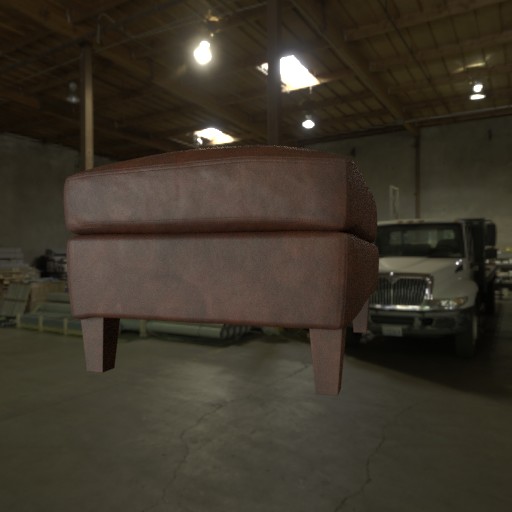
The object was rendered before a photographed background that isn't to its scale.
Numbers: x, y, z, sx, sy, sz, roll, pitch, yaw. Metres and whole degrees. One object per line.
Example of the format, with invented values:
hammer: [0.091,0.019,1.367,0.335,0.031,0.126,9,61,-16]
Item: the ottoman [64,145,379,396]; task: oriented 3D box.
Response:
ottoman: [0.000,0.000,1.288,0.659,0.527,0.887,0,0,18]
